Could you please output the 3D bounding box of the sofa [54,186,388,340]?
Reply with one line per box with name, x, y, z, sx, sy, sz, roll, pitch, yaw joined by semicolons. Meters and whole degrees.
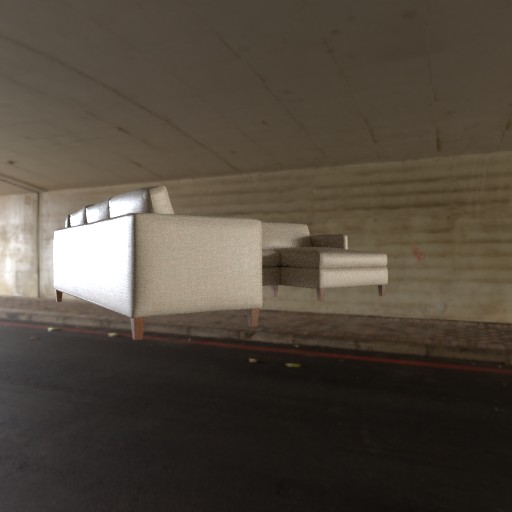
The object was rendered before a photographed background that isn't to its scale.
sofa;0.000;0.000;4.577;3.460;0.961;2.594;0;1;-34
